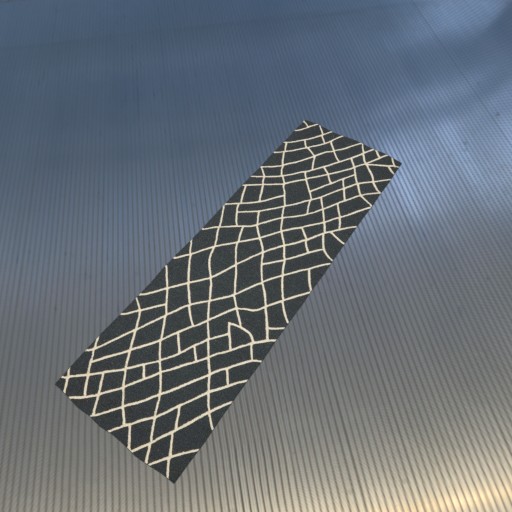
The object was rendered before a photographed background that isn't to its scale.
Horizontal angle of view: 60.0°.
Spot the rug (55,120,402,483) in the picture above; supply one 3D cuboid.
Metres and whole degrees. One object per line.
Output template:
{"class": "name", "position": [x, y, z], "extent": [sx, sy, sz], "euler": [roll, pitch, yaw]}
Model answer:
{"class": "rug", "position": [0.000, 0.000, 2.676], "extent": [0.807, 0.010, 2.476], "euler": [30, 62, 18]}
